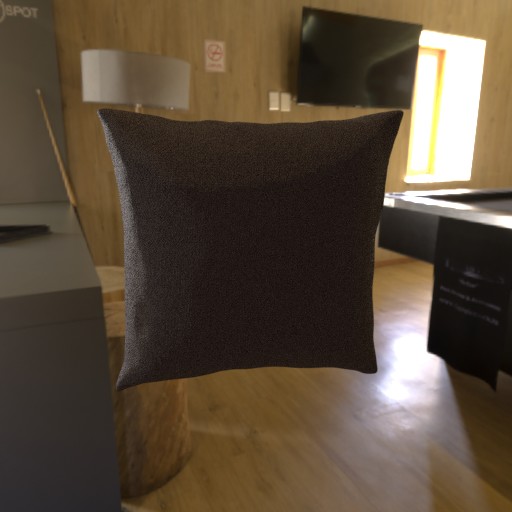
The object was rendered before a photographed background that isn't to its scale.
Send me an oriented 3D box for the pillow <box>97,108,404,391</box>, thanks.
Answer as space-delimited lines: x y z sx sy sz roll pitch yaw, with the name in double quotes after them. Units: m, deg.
0.000 0.000 0.694 0.452 0.439 0.204 -2 15 -9 "pillow"
